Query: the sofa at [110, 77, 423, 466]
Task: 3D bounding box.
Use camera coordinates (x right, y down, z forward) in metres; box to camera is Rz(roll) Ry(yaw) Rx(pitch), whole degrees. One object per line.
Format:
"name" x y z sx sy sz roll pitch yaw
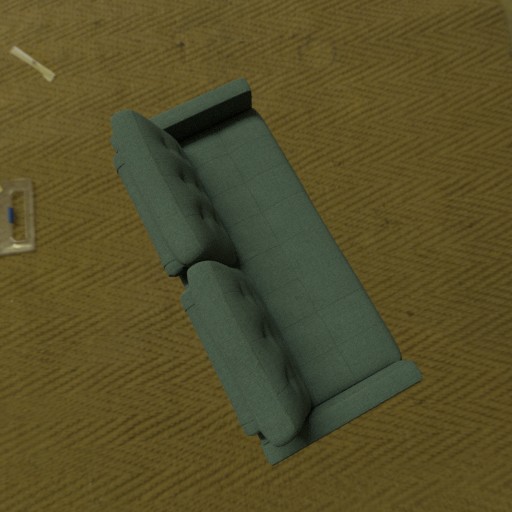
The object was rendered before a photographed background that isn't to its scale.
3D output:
"sofa" 0.000 0.000 2.552 0.966 1.050 2.010 -27 77 -7
